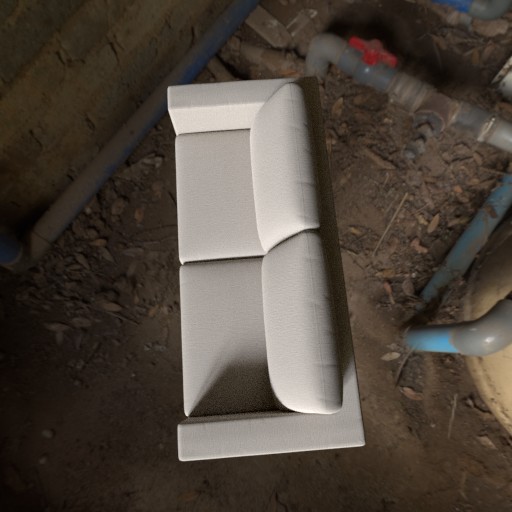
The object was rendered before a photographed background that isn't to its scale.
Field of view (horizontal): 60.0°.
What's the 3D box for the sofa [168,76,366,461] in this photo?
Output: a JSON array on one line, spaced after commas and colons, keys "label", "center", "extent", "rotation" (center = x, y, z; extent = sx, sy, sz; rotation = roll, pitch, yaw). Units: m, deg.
[{"label": "sofa", "center": [0.000, 0.000, 2.656], "extent": [0.954, 0.881, 2.163], "rotation": [-4, 75, -1]}]
